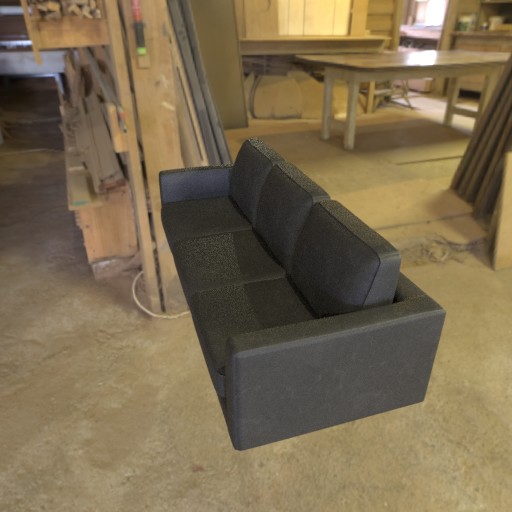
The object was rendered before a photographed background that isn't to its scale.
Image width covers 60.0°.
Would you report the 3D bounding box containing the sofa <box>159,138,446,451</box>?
[{"bbox_3d":[0.000,0.000,2.513,0.879,0.899,2.029,-9,30,-15],"label":"sofa"}]
